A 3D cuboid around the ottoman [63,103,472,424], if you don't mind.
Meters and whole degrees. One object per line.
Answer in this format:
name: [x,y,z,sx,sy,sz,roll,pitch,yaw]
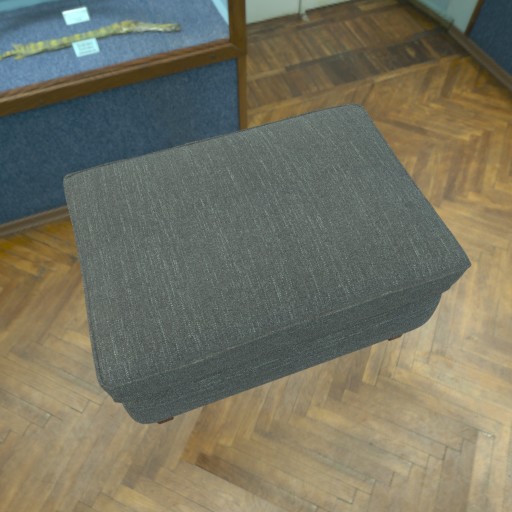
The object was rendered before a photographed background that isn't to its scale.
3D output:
ottoman: [0.000,0.000,0.967,0.686,0.406,0.508,-17,60,-10]
